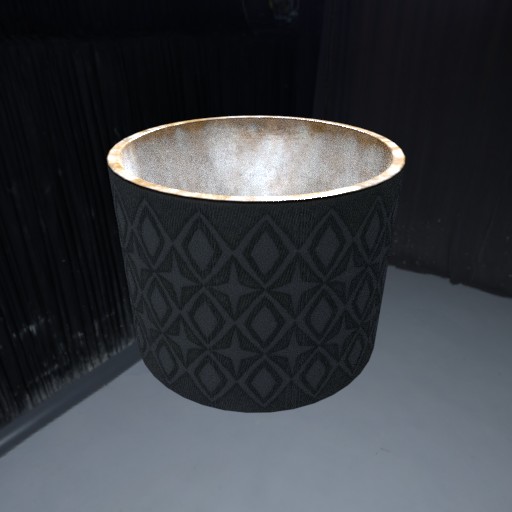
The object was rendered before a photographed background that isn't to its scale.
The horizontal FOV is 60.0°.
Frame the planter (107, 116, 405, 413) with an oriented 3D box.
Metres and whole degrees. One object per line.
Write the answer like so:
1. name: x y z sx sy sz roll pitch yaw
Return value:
1. planter: 0.000 0.000 0.447 0.255 0.223 0.255 0 29 0
